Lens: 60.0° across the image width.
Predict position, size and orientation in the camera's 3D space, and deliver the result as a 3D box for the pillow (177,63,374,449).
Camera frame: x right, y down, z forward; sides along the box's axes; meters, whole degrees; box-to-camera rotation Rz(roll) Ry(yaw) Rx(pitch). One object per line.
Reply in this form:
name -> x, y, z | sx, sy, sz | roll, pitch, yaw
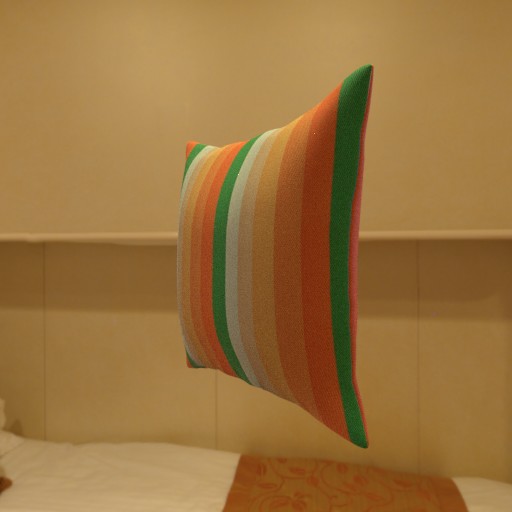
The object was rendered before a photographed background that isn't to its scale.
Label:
pillow -> 0.000, 0.000, 0.690 | 0.169, 0.444, 0.453 | -1, 1, -36
